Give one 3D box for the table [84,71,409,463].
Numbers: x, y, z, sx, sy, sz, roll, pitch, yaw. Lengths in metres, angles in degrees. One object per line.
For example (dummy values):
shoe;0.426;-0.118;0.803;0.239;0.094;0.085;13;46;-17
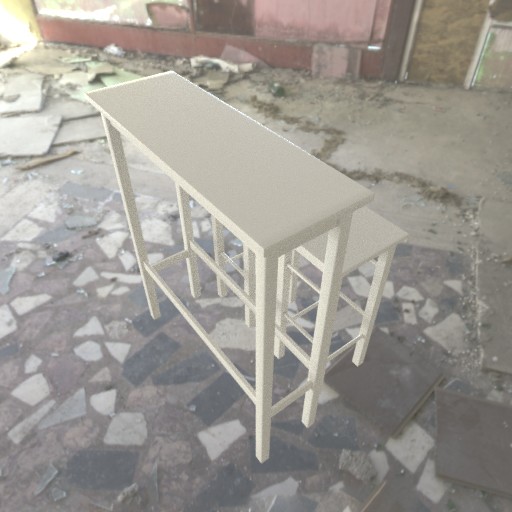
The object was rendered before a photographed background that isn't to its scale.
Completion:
table;0.000;0.000;1.611;0.650;1.065;0.915;-27;49;-26
